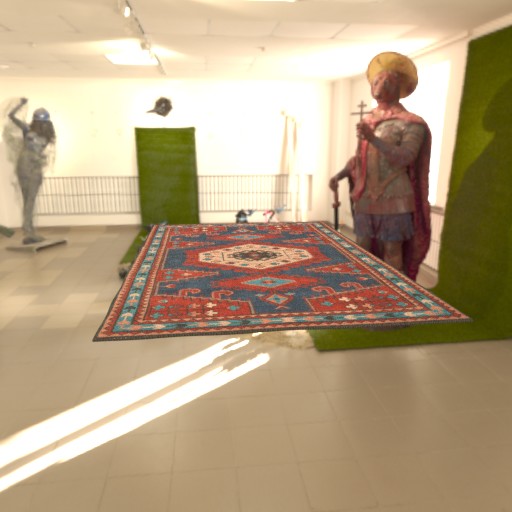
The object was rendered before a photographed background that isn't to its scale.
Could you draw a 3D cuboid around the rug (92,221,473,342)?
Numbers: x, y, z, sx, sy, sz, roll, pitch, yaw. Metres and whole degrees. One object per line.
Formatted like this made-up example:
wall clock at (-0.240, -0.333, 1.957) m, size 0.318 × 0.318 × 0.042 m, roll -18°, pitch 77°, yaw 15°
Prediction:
rug at (0.000, 0.000, 2.245) m, size 1.207 × 0.012 × 1.820 m, roll -2°, pitch 15°, yaw -7°
